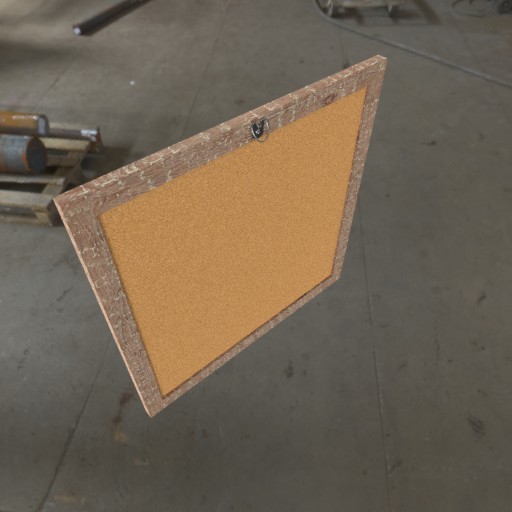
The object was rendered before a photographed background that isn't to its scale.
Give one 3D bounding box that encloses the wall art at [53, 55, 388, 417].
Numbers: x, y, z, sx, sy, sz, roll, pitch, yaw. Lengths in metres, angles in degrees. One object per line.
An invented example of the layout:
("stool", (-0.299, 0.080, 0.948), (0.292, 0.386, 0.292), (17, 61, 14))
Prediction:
("wall art", (0.000, 0.000, 0.548), (0.380, 0.380, 0.022), (-32, 55, -26))
